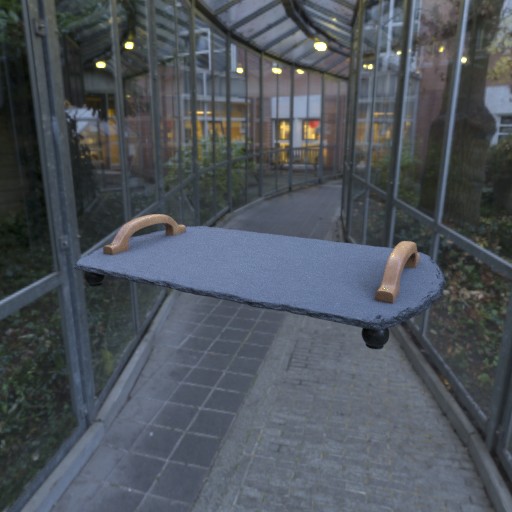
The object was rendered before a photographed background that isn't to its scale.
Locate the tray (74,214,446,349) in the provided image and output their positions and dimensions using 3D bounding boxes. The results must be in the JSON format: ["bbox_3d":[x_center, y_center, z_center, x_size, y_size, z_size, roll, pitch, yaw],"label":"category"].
[{"bbox_3d":[0.000,0.000,0.489,0.387,0.062,0.231,8,18,27],"label":"tray"}]
